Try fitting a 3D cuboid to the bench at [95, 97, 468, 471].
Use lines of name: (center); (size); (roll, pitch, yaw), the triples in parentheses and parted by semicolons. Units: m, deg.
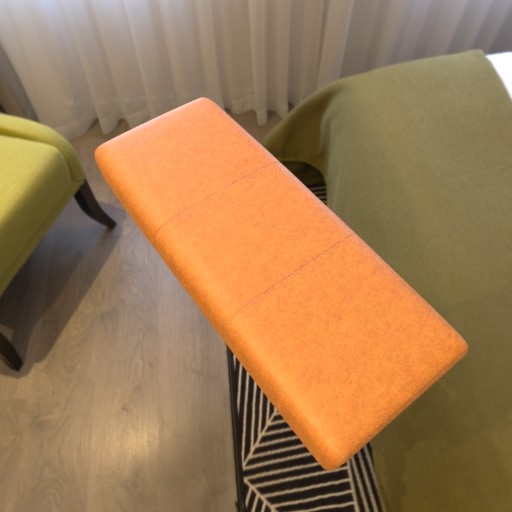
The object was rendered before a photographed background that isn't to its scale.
bench: (0.000, 0.000, 1.857); (0.653, 0.399, 1.610); (-33, 63, -19)
